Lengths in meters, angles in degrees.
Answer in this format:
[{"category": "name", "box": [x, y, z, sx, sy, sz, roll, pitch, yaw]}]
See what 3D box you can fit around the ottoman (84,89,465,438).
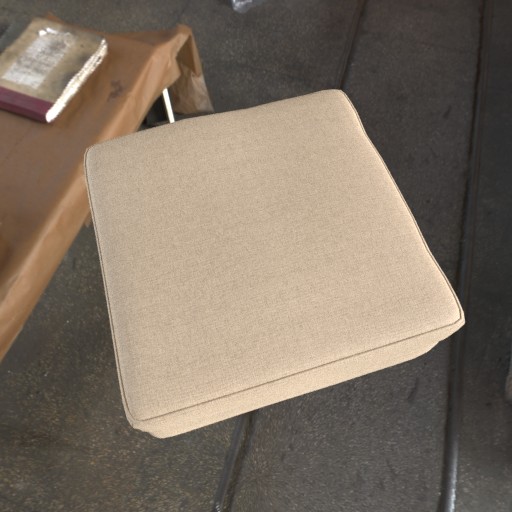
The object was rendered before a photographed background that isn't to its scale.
[{"category": "ottoman", "box": [0.000, 0.000, 1.352, 0.838, 0.503, 0.838, -15, 65, -8]}]
